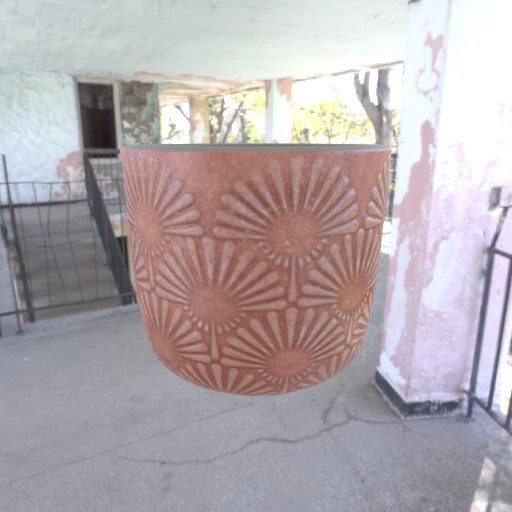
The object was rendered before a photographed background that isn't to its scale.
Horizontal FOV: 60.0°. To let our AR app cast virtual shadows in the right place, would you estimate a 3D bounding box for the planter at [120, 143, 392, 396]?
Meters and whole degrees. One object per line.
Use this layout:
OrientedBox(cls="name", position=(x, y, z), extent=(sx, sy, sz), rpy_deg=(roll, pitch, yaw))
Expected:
OrientedBox(cls="planter", position=(0.000, 0.000, 0.224), extent=(0.124, 0.109, 0.124), rpy_deg=(0, 15, 0))
